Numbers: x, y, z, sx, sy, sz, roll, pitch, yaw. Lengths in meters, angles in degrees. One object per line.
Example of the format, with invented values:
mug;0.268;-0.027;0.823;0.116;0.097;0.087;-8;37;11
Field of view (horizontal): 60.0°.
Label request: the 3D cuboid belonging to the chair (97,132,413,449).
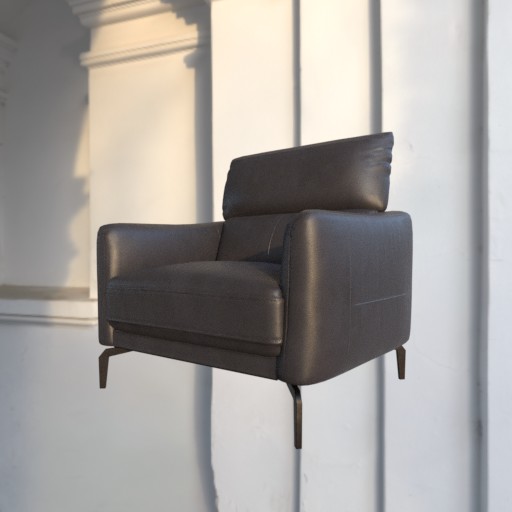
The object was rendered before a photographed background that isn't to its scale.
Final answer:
chair;0.000;0.000;1.641;0.976;0.949;0.809;0;0;37
